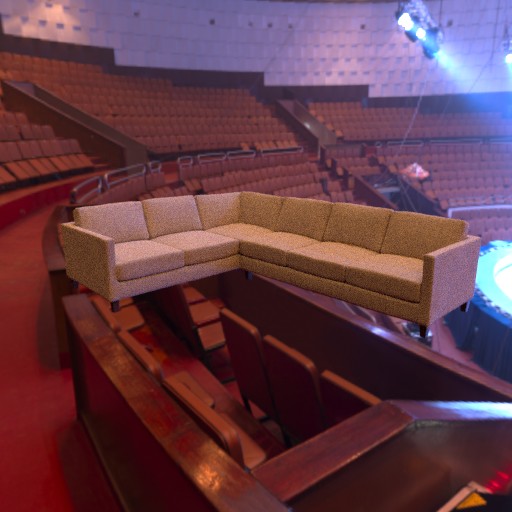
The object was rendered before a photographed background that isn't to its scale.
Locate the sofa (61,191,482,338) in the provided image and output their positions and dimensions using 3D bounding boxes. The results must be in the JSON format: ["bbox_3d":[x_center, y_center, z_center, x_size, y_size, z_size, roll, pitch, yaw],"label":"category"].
[{"bbox_3d":[0.000,0.000,4.210,2.432,0.863,3.182,-14,20,-42],"label":"sofa"}]
